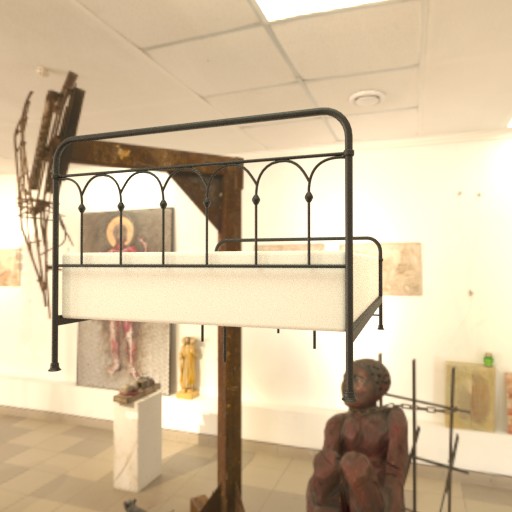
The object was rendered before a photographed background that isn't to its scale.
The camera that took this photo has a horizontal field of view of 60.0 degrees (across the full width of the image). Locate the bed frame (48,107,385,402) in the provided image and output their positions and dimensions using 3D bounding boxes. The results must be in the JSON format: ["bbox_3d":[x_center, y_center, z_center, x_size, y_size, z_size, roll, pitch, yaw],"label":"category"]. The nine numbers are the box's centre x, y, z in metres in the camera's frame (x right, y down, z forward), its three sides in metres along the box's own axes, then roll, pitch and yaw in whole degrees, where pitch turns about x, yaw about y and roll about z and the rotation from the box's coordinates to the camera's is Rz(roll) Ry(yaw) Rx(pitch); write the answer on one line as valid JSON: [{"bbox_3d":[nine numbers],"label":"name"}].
[{"bbox_3d":[0.000,0.000,3.186,1.664,1.276,2.203,0,-1,19],"label":"bed frame"}]
